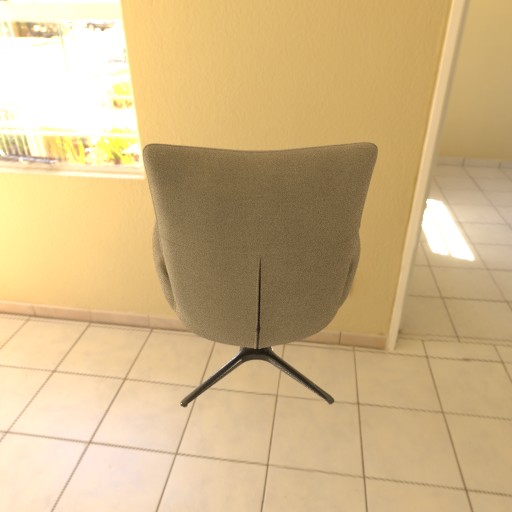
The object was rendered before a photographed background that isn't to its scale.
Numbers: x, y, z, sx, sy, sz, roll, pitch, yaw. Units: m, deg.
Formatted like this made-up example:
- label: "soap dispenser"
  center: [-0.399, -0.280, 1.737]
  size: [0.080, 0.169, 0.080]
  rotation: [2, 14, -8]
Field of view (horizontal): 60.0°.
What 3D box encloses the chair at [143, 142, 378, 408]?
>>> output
- label: "chair"
  center: [0.000, 0.000, 1.576]
  size: [0.711, 1.016, 0.889]
  rotation: [-1, 30, -1]
